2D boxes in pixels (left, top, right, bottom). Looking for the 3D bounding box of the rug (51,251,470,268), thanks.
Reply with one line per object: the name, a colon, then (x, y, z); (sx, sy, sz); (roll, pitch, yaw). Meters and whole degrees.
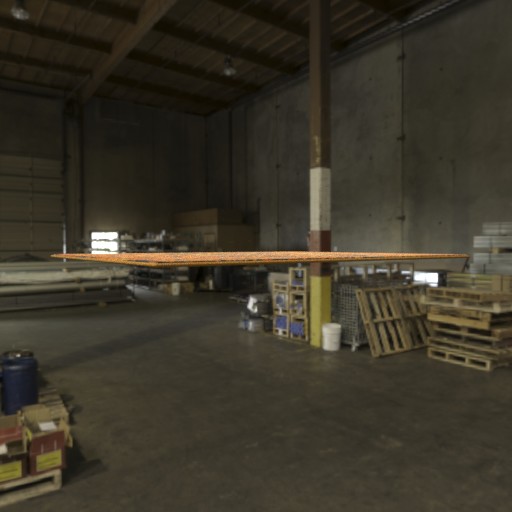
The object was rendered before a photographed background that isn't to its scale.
rug: (0.000, 0.000, 4.109); (3.040, 0.031, 2.435); (-1, 2, -36)
